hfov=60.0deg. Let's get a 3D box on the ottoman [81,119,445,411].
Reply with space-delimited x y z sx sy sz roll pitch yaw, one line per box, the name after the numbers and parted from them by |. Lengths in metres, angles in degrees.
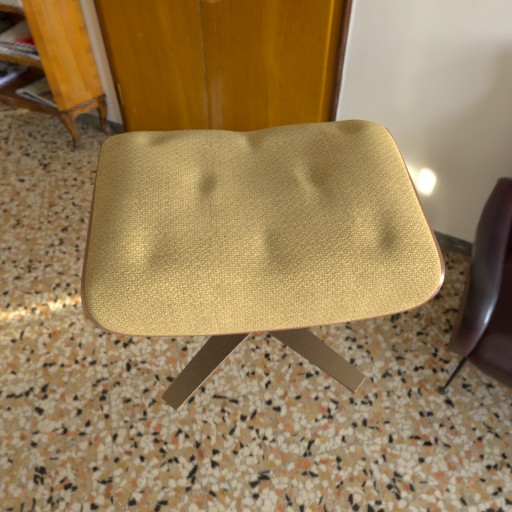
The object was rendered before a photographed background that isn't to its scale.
0.000 0.000 0.827 0.520 0.391 0.394 -4 47 -4 | ottoman
